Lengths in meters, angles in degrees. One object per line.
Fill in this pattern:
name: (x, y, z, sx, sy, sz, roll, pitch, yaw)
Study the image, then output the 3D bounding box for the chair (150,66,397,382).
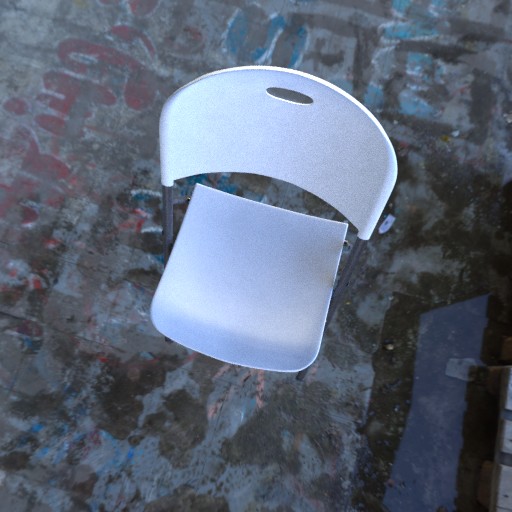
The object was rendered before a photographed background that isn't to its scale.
chair: (0.000, 0.000, 1.174, 0.494, 0.810, 0.566, 16, 77, 4)
